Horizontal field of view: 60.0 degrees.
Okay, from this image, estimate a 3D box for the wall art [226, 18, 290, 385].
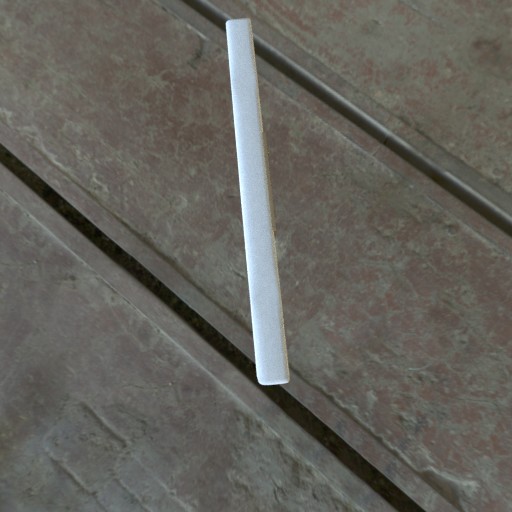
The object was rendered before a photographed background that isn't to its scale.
[{"bbox_3d":[0.000,0.000,1.122,0.048,0.916,0.602,-5,75,-1],"label":"wall art"}]
